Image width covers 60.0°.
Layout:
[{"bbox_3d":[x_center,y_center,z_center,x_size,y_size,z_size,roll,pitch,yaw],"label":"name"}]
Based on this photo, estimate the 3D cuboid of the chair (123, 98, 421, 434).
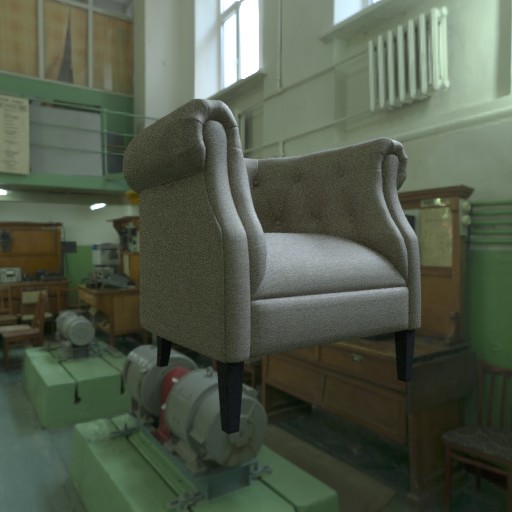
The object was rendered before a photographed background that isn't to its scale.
[{"bbox_3d":[0.000,0.000,1.574,0.905,0.827,0.852,-1,2,-36],"label":"chair"}]
